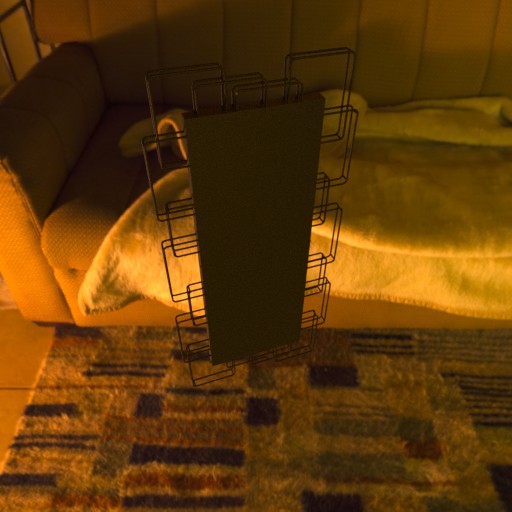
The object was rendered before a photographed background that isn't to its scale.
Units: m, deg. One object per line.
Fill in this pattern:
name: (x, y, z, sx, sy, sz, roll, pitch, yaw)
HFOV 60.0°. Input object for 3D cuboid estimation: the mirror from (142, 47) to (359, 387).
mirror: (0.000, 0.000, 1.401, 0.565, 1.192, 0.037, -13, 44, -14)
